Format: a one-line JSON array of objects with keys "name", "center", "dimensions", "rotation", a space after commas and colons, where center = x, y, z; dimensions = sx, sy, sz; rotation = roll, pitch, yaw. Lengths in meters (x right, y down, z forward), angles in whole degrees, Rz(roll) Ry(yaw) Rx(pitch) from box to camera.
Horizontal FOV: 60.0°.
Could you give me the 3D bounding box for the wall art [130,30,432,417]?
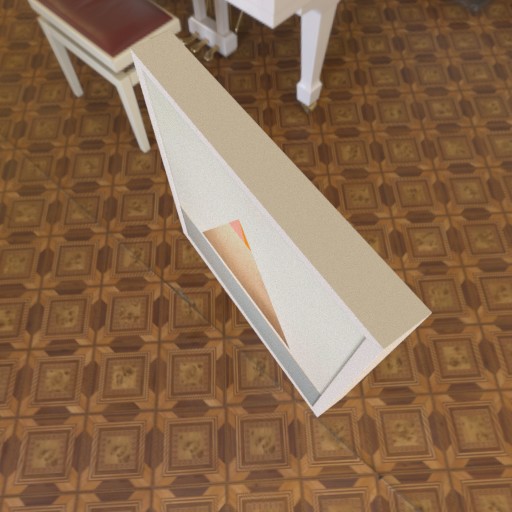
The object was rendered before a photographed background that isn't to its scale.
[{"name": "wall art", "center": [0.000, 0.000, 0.447], "dimensions": [0.038, 0.304, 0.305], "rotation": [-32, 68, -15]}]
